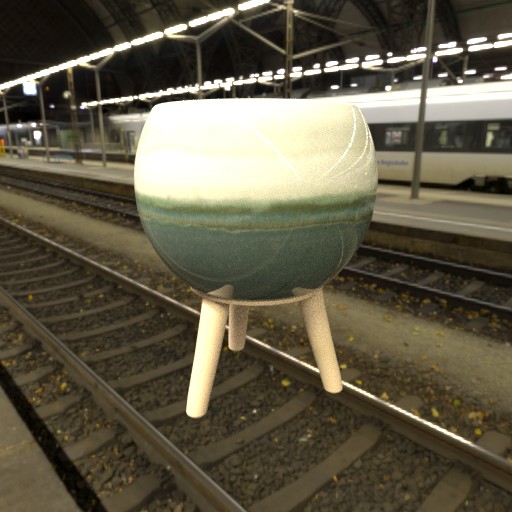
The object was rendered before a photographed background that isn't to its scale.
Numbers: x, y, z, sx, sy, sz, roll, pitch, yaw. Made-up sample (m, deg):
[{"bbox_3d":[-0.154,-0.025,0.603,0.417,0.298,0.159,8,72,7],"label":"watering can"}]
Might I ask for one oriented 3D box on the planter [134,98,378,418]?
[{"bbox_3d":[0.000,0.000,0.436,0.222,0.278,0.222,0,15,0],"label":"planter"}]
